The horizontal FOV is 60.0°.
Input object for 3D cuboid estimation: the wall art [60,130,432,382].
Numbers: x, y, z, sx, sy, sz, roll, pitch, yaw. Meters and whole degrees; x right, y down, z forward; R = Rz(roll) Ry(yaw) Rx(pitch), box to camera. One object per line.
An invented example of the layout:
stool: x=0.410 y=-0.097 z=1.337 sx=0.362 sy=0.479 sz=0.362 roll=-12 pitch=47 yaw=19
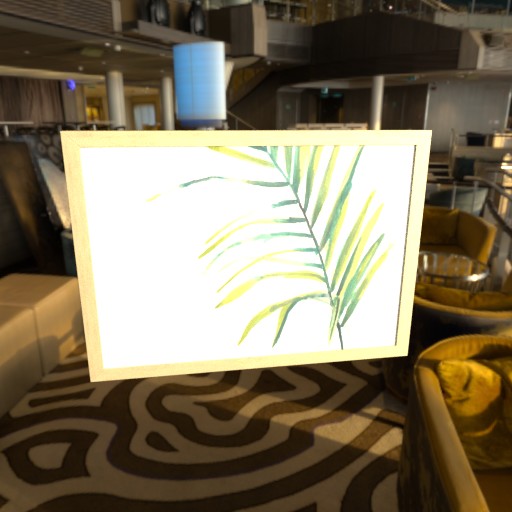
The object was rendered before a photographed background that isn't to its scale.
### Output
wall art: x=0.000 y=0.000 z=0.698 sx=0.532 sy=0.380 sz=0.032 roll=-3 pitch=17 yaw=-9
